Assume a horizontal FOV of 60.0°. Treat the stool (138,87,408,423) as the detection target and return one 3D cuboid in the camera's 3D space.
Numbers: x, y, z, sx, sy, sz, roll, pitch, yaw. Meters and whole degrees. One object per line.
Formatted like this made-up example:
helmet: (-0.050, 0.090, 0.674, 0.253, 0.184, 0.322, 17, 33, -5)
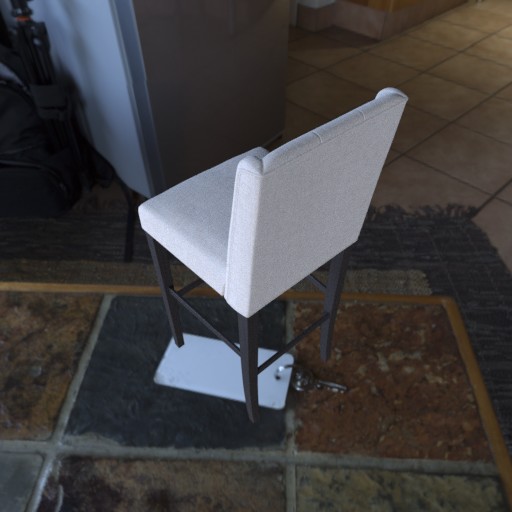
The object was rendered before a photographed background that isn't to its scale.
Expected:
stool: (0.000, 0.000, 1.371, 0.474, 1.116, 0.509, -32, 54, -27)
